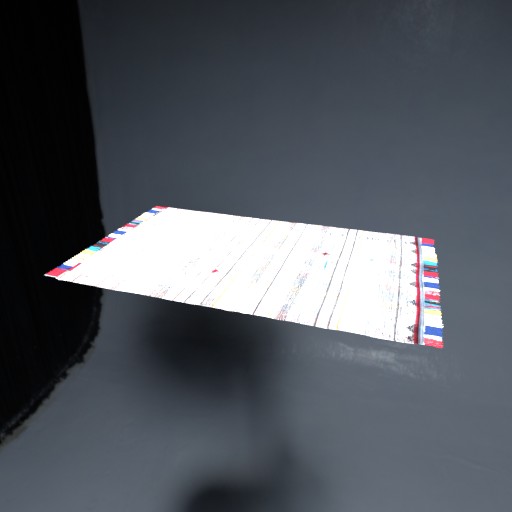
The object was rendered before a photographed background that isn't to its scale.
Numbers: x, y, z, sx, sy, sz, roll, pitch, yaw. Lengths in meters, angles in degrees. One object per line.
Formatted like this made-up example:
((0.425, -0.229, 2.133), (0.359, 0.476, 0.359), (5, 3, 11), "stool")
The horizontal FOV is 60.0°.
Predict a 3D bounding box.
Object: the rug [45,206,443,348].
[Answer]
((0.000, 0.000, 3.164), (2.465, 0.012, 1.465), (8, 27, 17), "rug")
